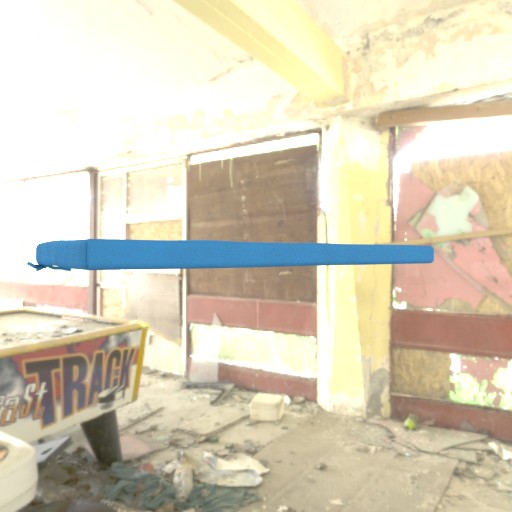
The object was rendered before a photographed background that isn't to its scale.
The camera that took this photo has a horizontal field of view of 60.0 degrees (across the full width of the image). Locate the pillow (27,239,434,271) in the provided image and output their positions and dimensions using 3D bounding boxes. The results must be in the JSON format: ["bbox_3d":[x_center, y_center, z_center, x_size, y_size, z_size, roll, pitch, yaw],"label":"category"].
[{"bbox_3d":[0.000,0.000,1.337,1.187,0.081,0.492,0,0,-37],"label":"pillow"}]
